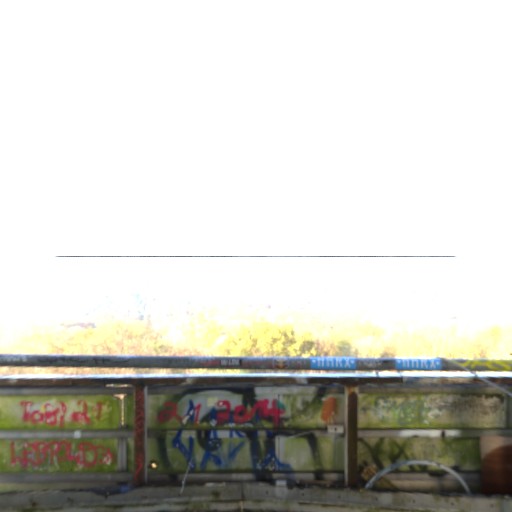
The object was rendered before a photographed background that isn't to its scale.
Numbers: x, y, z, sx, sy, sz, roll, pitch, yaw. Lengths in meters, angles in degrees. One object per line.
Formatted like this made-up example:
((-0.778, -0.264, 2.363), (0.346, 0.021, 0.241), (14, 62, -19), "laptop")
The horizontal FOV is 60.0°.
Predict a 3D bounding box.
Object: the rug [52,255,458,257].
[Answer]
((0.000, 0.000, 4.158), (2.432, 0.013, 3.021), (0, 0, 0), "rug")
